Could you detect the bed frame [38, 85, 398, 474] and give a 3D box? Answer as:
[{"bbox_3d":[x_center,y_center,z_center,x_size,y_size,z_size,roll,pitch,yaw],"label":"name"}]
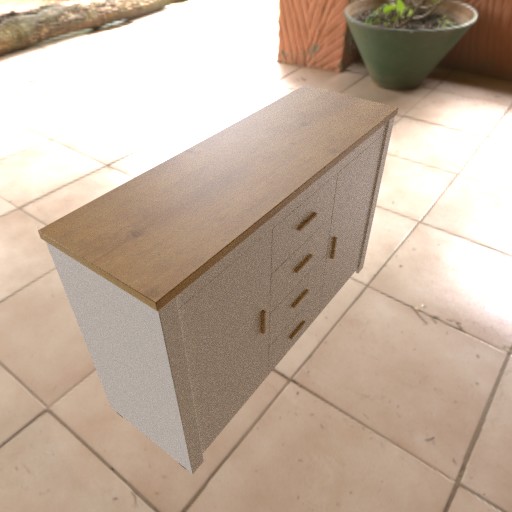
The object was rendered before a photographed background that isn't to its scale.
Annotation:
[{"bbox_3d":[0.000,0.000,1.708,0.430,0.850,1.300,26,47,27],"label":"bed frame"}]
